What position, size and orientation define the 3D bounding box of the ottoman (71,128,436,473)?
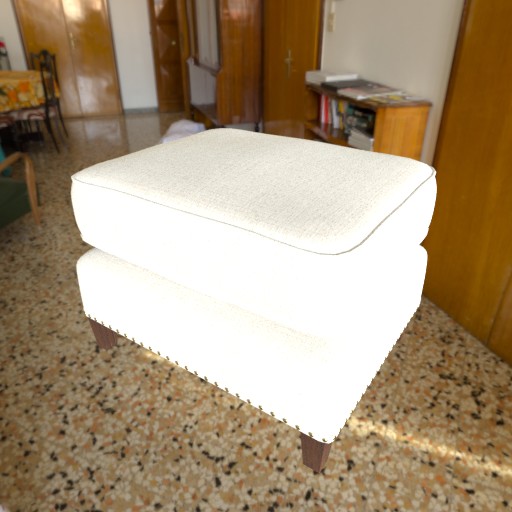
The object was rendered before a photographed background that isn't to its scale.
[{"bbox_3d":[0.000,0.000,1.135,0.738,0.537,0.589,18,34,30],"label":"ottoman"}]
